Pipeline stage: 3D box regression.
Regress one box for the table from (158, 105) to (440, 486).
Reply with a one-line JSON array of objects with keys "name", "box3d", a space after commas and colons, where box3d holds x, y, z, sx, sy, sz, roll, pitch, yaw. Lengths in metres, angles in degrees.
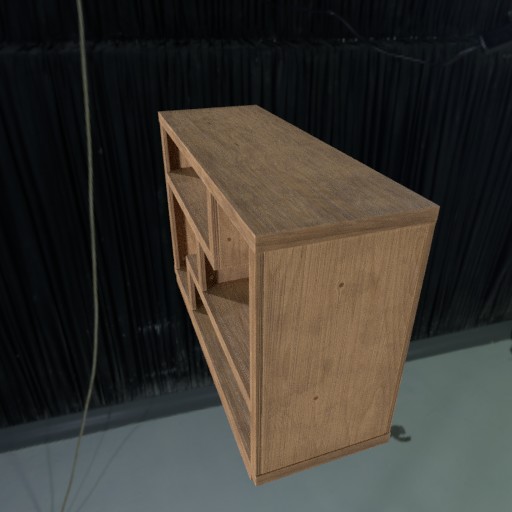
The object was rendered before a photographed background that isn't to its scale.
[{"name": "table", "box3d": [0.000, 0.000, 1.524, 0.410, 0.771, 1.151, -10, 31, -17]}]
